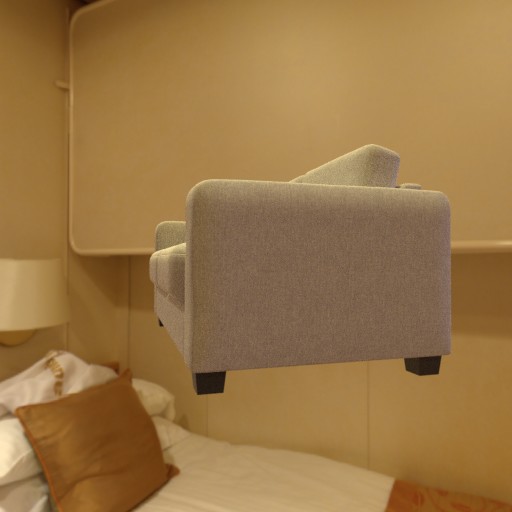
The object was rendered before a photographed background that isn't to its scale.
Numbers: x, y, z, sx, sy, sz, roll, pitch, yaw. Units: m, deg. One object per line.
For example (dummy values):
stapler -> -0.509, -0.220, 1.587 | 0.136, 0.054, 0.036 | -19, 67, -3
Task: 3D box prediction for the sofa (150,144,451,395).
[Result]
sofa -> 0.000, 0.000, 2.046 | 0.900, 0.800, 1.540 | 0, -1, -17
